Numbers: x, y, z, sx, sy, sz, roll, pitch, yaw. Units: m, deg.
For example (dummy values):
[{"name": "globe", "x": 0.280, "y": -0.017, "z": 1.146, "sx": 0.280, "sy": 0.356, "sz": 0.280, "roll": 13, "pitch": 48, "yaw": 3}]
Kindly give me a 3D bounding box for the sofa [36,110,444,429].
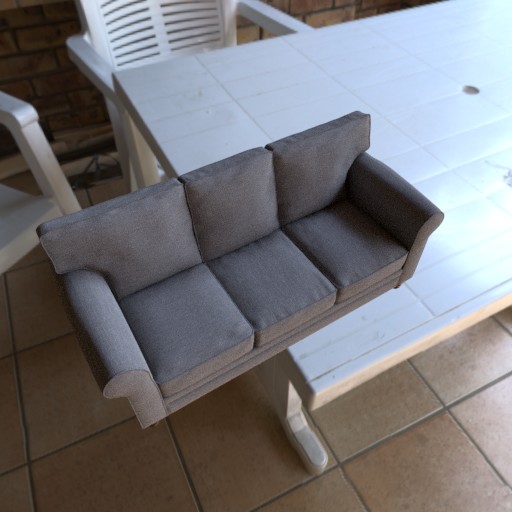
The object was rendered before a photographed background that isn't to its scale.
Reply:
[{"name": "sofa", "x": 0.000, "y": 0.000, "z": 2.574, "sx": 2.084, "sy": 0.961, "sz": 0.916, "roll": -25, "pitch": 52, "yaw": -21}]
